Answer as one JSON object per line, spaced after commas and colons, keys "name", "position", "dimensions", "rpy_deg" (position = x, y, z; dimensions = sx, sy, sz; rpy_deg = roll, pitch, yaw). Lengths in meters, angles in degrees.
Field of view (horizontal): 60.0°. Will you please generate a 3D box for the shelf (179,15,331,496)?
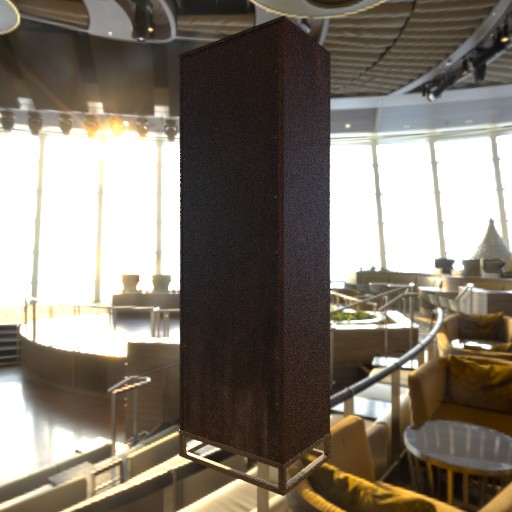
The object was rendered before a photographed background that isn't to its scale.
{"name": "shelf", "position": [0.000, 0.000, 1.913], "dimensions": [0.539, 1.732, 0.395], "rpy_deg": [0, 0, 36]}
